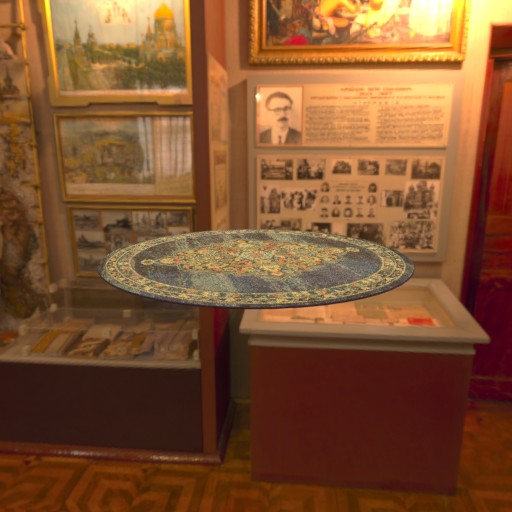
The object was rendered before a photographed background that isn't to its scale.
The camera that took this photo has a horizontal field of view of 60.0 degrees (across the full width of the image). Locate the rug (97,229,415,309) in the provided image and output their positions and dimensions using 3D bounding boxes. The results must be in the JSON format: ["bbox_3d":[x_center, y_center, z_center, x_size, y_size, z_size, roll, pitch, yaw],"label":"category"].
[{"bbox_3d":[0.000,0.000,2.354,1.591,0.010,1.591,0,14,0],"label":"rug"}]
